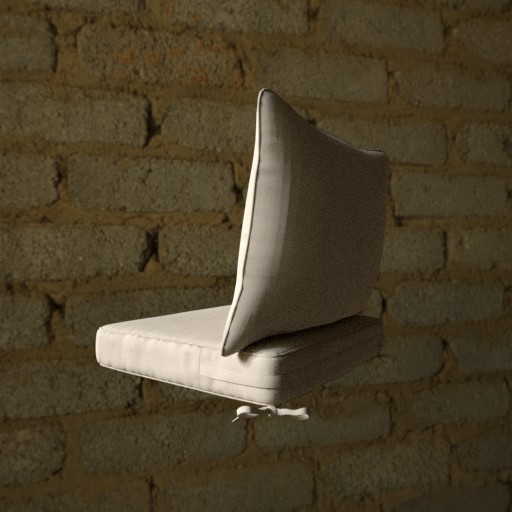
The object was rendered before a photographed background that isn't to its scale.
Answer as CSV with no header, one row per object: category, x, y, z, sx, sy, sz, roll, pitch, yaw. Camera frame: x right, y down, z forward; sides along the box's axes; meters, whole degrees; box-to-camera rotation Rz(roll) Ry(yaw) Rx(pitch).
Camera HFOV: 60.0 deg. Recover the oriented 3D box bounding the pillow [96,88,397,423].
pillow,0.000,0.000,1.390,0.733,0.716,0.798,0,1,35
